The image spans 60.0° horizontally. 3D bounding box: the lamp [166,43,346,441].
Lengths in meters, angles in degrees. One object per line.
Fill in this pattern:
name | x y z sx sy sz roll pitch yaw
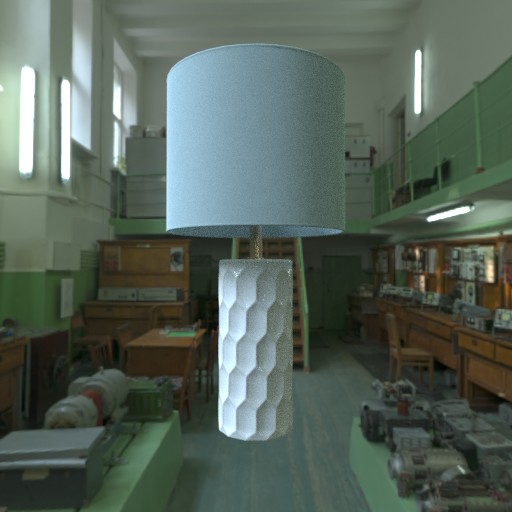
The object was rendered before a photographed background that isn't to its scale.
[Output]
lamp | 0.000 0.000 0.696 0.277 0.534 0.277 0 -1 -1
